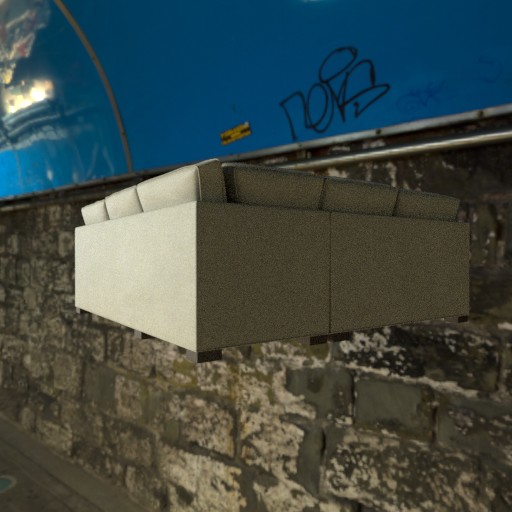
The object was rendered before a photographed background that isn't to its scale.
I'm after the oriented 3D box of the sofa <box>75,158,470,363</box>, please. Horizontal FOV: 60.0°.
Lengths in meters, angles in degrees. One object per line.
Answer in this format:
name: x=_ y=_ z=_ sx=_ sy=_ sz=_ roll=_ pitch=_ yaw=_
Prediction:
sofa: x=0.000 y=0.000 z=3.411 sx=2.188 sy=0.936 sz=2.211 roll=0 pitch=0 yaw=-36
